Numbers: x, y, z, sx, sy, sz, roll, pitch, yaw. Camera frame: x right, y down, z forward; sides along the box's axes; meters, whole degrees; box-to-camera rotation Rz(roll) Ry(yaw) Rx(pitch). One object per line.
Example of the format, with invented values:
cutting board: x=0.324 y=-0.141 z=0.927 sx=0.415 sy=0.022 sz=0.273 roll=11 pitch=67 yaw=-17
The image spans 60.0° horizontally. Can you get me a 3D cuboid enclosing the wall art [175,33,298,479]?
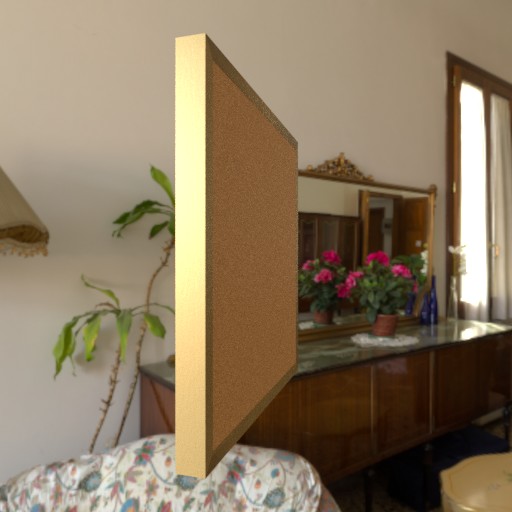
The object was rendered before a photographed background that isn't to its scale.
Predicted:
wall art: x=0.000 y=0.000 z=0.753 sx=0.038 sy=0.508 sz=0.507 roll=0 pitch=0 yaw=17
